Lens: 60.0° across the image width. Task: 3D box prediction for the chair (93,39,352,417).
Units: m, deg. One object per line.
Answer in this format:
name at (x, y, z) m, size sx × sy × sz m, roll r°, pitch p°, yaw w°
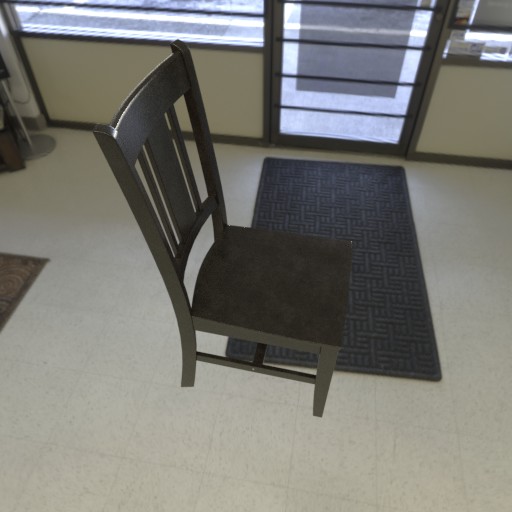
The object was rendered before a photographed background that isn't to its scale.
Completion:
chair at (0.000, 0.000, 1.278) m, size 0.555 × 0.998 × 0.450 m, roll 9°, pitch 47°, yaw 9°
